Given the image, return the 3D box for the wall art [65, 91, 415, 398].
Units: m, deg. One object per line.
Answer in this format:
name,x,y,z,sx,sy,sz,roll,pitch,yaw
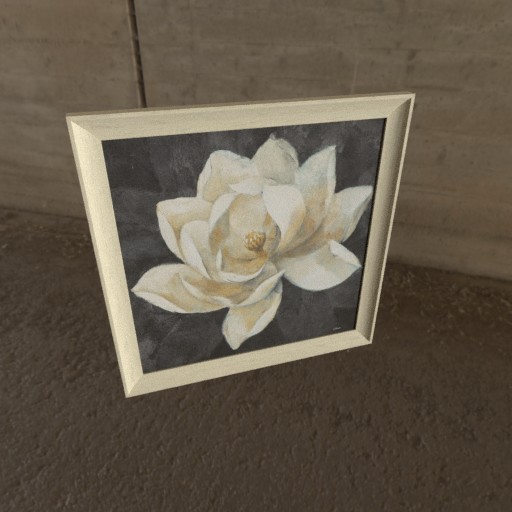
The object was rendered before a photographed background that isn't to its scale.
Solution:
wall art,0.000,0.000,1.520,1.016,1.016,0.045,-9,32,-14
